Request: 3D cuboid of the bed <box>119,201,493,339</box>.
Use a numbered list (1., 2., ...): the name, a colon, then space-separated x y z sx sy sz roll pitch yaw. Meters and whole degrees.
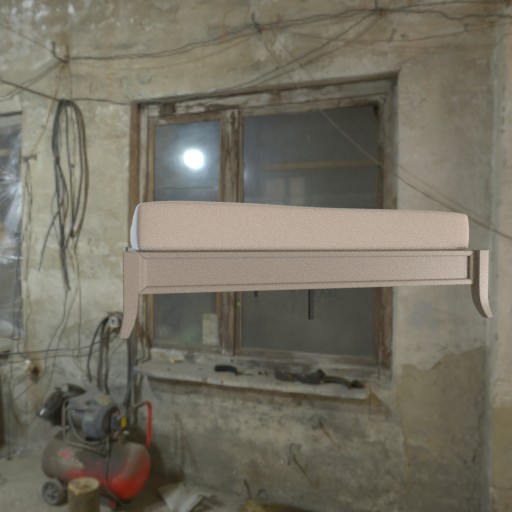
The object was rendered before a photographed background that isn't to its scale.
1. bed: 0.000 0.000 2.767 1.604 0.510 2.108 0 2 -16
